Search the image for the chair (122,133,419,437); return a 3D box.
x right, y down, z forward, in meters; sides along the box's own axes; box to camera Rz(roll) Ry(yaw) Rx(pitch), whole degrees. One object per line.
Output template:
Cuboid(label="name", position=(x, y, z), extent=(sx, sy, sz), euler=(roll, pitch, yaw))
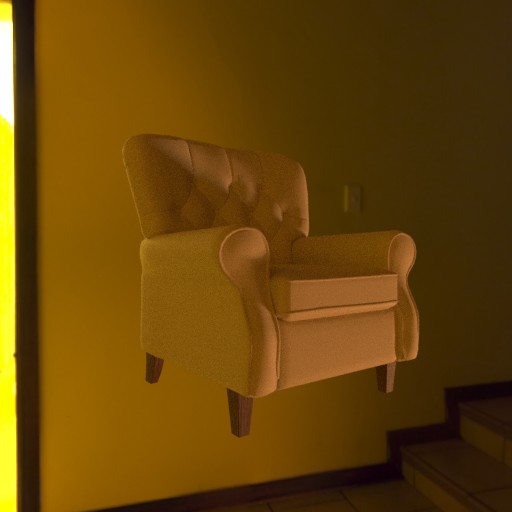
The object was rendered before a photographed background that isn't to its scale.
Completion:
Cuboid(label="chair", position=(0.000, 0.000, 2.020), extent=(1.035, 1.169, 1.132), euler=(-1, 1, -36))
